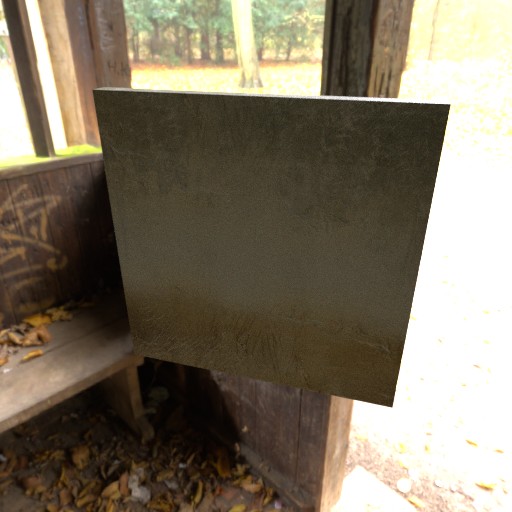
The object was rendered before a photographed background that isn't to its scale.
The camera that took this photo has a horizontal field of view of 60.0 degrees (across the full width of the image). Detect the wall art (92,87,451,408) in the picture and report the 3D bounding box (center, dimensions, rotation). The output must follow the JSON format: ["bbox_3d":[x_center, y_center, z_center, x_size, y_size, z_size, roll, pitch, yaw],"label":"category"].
[{"bbox_3d":[0.000,0.000,0.884,0.610,0.610,0.038,8,28,15],"label":"wall art"}]
